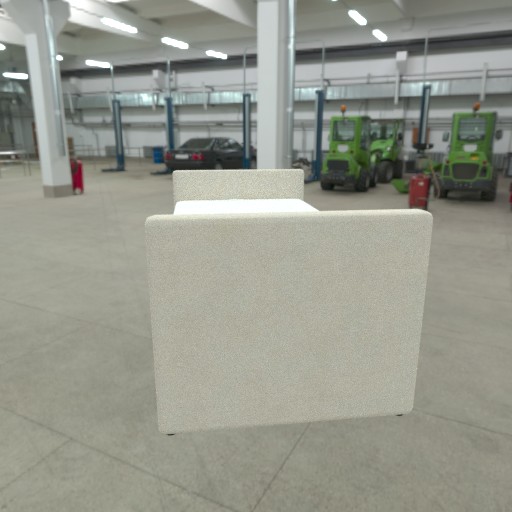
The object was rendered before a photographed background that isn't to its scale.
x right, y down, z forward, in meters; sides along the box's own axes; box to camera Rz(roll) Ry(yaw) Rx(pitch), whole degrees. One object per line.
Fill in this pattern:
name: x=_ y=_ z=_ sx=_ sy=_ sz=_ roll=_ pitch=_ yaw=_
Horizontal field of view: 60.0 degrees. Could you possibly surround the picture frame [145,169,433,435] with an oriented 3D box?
picture frame: x=0.000 y=0.000 z=2.735 sx=1.069 sy=0.891 sz=2.161 roll=-2 pitch=16 yaw=-7
